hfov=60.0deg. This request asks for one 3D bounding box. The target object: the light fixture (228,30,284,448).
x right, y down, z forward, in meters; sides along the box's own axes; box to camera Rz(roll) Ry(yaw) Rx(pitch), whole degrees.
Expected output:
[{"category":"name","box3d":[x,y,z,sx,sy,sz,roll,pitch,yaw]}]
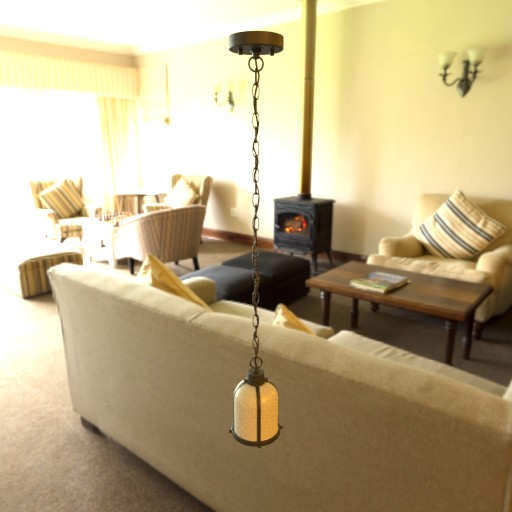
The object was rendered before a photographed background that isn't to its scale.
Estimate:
[{"category":"light fixture","box3d":[0.000,0.000,1.305,0.178,1.181,0.178,-2,14,-7]}]
